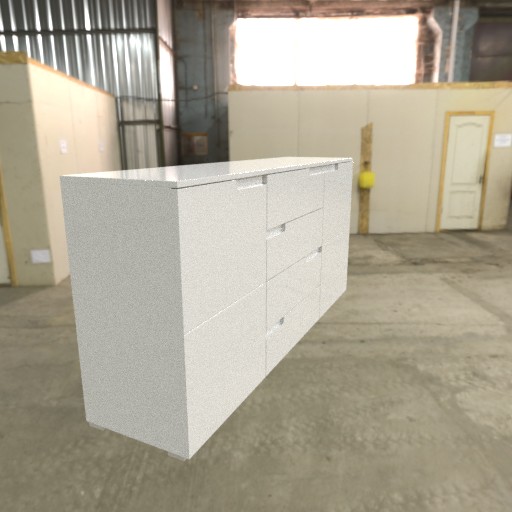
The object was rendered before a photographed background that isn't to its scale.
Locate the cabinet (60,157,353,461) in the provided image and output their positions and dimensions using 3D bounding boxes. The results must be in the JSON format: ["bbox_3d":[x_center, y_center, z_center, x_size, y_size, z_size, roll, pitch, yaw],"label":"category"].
[{"bbox_3d":[0.000,0.000,1.961,0.400,0.800,1.650,7,16,26],"label":"cabinet"}]
